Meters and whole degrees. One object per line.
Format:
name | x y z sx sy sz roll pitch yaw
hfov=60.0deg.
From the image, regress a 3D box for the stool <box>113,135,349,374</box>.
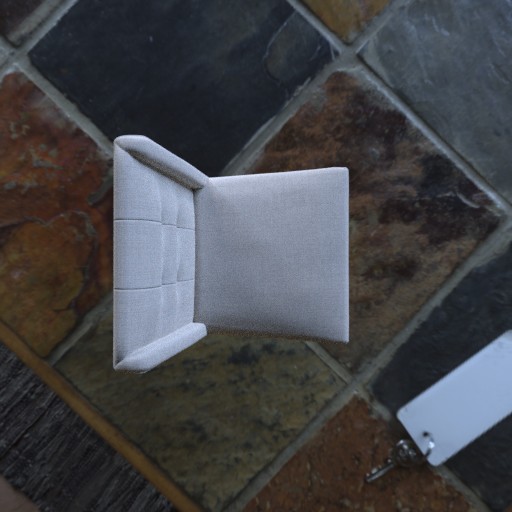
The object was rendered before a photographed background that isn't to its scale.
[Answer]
stool | 0.000 0.000 1.350 0.509 1.116 0.474 0 90 1
